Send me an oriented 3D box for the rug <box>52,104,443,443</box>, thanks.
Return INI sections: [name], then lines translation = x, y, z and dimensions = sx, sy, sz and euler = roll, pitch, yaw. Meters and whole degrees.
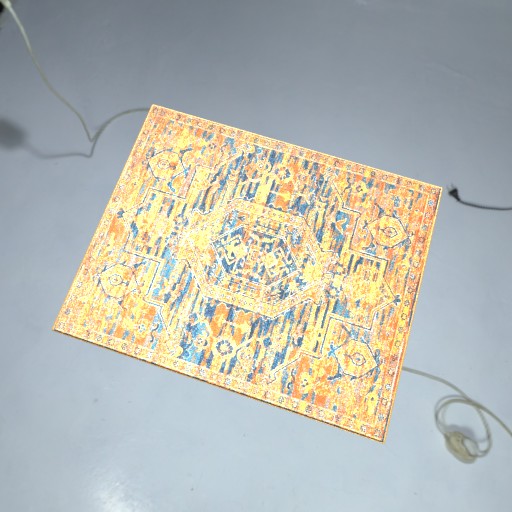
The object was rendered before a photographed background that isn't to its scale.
[rug]
translation = 0.000, 0.000, 4.132
dimensions = 3.040, 0.031, 2.435
euler = 17, 75, 5
